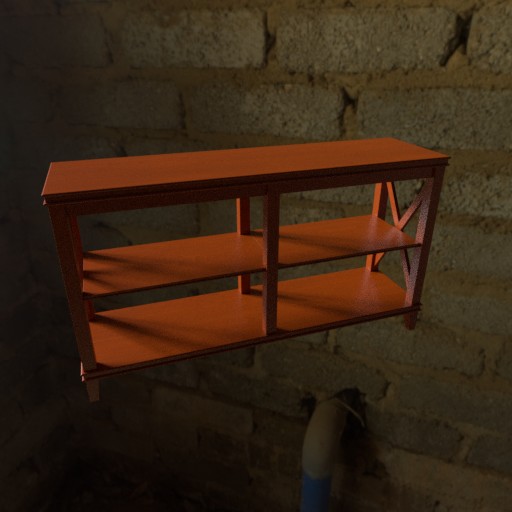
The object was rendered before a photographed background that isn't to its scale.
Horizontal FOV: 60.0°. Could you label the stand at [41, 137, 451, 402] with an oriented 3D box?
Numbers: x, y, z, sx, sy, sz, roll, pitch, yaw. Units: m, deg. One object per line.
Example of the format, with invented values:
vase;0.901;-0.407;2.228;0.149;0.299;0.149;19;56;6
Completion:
stand;0.000;0.000;1.739;1.372;0.762;0.381;-9;27;-17
